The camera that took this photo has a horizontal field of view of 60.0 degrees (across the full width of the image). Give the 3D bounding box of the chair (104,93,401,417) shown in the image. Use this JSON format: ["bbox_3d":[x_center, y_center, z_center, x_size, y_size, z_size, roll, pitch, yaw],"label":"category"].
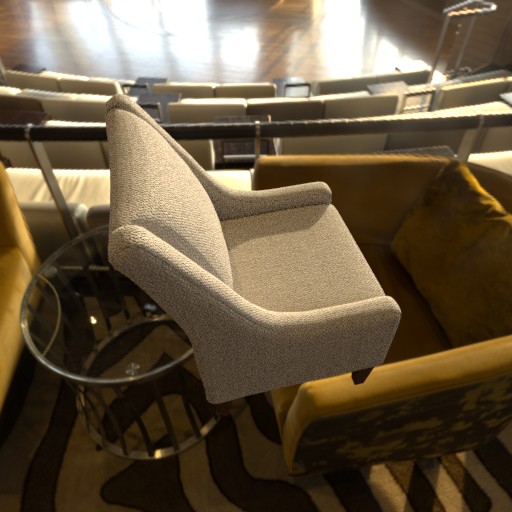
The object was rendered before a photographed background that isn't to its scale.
[{"bbox_3d":[0.000,0.000,1.652,0.870,1.014,0.774,-10,47,-10],"label":"chair"}]
